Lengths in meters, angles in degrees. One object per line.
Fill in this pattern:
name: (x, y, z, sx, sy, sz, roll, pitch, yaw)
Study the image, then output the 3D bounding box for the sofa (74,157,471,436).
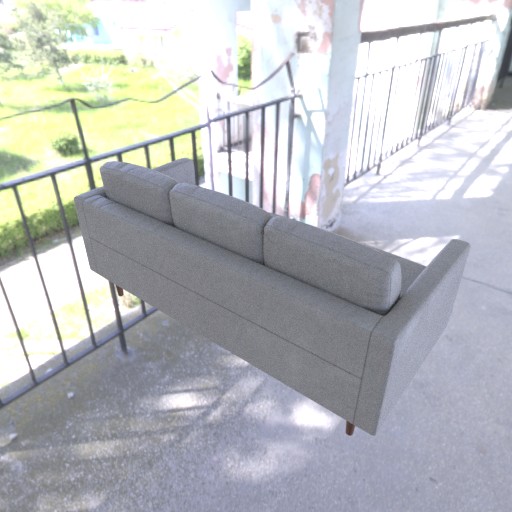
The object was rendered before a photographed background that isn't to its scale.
sofa: (0.000, 0.000, 2.500, 1.983, 0.918, 0.944, 23, 38, 32)
